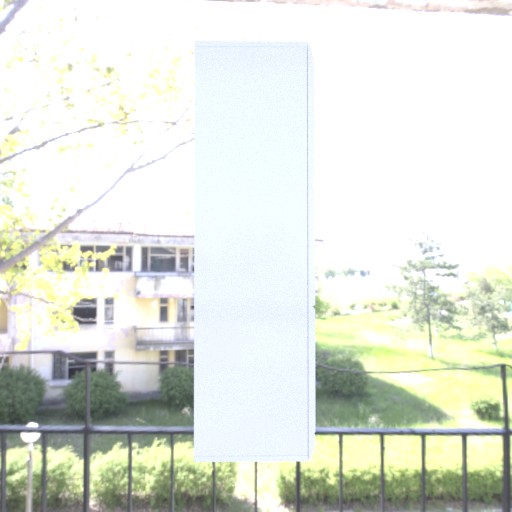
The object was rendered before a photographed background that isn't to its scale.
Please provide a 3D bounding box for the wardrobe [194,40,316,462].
[{"bbox_3d":[0.000,0.000,1.917,0.360,1.200,1.340,0,-1,-1],"label":"wardrobe"}]
